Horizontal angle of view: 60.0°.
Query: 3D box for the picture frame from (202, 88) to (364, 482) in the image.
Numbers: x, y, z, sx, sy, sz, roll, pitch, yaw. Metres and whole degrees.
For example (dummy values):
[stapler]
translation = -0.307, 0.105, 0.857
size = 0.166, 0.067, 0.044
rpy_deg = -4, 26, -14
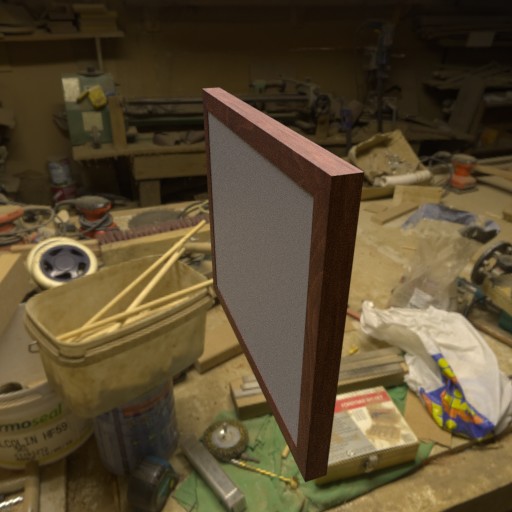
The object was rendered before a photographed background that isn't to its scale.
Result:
[picture frame]
translation = 0.000, 0.000, 0.537
size = 0.025, 0.330, 0.381
rpy_deg = -10, 31, -17
